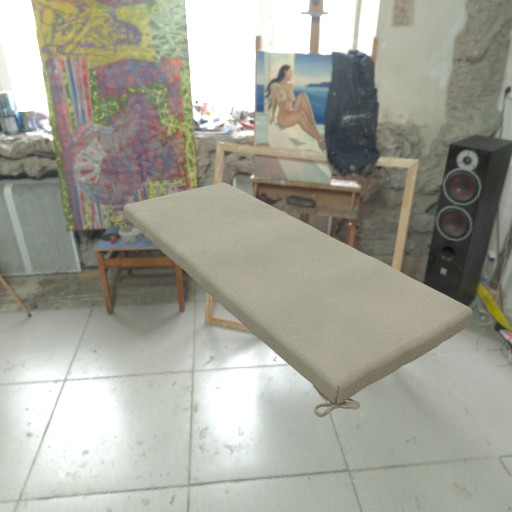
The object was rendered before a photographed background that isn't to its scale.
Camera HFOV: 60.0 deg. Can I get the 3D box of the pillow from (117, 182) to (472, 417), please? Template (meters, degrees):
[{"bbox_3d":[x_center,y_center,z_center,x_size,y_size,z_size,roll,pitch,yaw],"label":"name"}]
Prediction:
[{"bbox_3d":[0.000,0.000,1.367,0.492,0.081,1.187,-19,33,-31],"label":"pillow"}]
